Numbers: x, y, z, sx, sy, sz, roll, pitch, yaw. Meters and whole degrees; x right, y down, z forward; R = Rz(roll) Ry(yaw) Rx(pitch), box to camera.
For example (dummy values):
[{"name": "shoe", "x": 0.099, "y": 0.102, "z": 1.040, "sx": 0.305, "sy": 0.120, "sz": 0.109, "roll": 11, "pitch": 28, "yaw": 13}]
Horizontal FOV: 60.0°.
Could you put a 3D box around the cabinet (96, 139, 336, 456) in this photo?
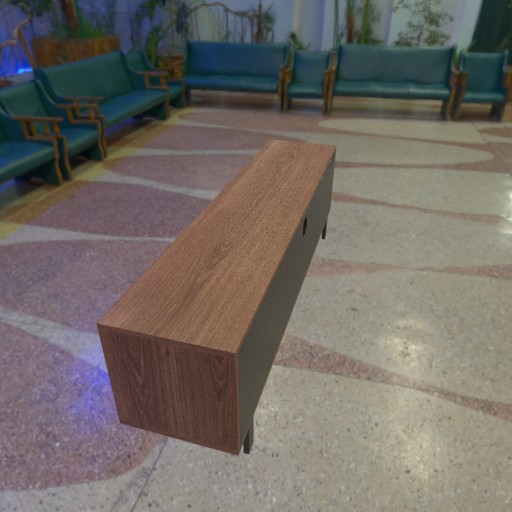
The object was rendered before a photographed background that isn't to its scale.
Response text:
[{"name": "cabinet", "x": 0.000, "y": 0.000, "z": 1.872, "sx": 0.400, "sy": 0.500, "sz": 1.650, "roll": 9, "pitch": 32, "yaw": 14}]
